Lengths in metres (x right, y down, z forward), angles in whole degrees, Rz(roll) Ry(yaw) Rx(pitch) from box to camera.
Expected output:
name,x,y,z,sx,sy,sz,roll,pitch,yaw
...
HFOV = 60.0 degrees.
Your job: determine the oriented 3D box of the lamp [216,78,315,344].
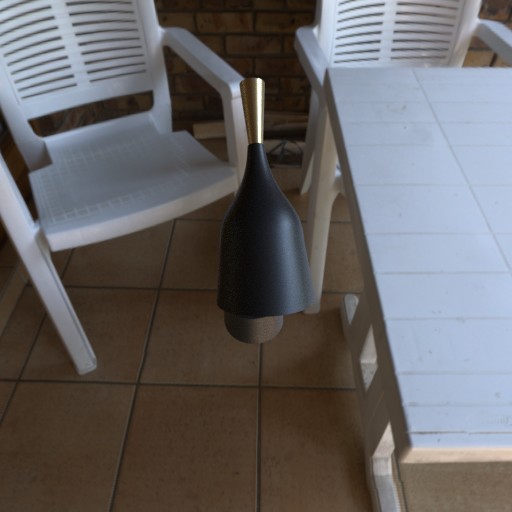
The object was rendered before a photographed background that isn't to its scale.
name,x,y,z,sx,sy,sz,roll,pitch,yaw
lamp,0.000,0.000,0.620,0.110,0.464,0.352,-3,47,-3
